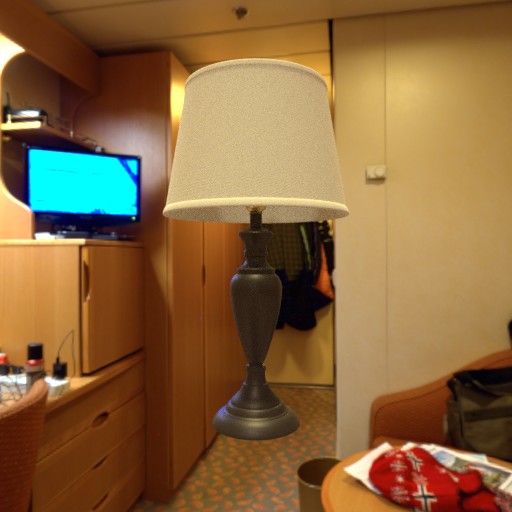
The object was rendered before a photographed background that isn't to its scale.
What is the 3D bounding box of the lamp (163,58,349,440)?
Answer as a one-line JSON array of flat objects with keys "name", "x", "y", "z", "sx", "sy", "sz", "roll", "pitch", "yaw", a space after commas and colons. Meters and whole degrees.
[{"name": "lamp", "x": 0.000, "y": 0.000, "z": 0.812, "sx": 0.335, "sy": 0.611, "sz": 0.335, "roll": 0, "pitch": 0, "yaw": 0}]
